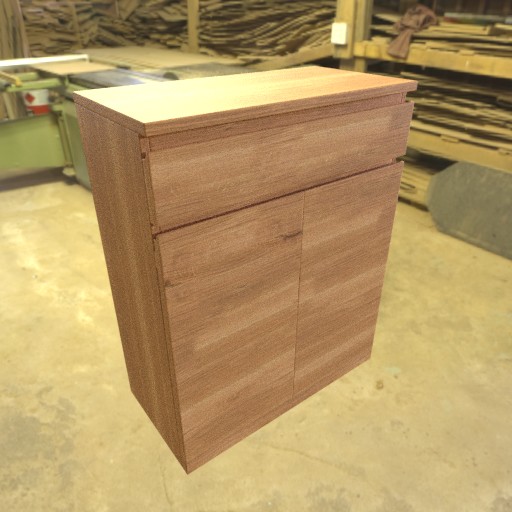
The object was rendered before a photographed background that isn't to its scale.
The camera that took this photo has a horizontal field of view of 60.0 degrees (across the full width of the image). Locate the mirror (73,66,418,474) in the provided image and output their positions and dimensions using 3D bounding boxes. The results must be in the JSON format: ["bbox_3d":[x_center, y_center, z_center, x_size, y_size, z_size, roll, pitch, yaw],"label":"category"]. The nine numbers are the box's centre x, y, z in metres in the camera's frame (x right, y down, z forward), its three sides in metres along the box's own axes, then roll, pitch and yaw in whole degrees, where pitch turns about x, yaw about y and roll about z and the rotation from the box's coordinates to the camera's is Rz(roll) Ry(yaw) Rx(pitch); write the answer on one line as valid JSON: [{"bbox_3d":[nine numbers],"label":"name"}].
[{"bbox_3d":[0.000,0.000,1.379,0.800,1.000,0.400,-21,36,-32],"label":"mirror"}]
